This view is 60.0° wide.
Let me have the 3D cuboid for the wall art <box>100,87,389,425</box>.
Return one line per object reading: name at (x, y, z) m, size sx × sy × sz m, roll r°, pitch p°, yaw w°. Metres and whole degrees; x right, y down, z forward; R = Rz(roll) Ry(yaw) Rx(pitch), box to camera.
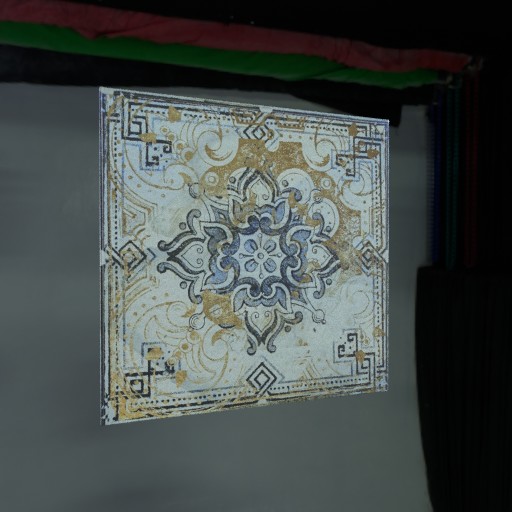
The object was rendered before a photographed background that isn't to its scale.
wall art at (0.000, 0.000, 0.620) m, size 0.411 × 0.410 × 0.038 m, roll 0°, pitch 1°, yaw -19°
